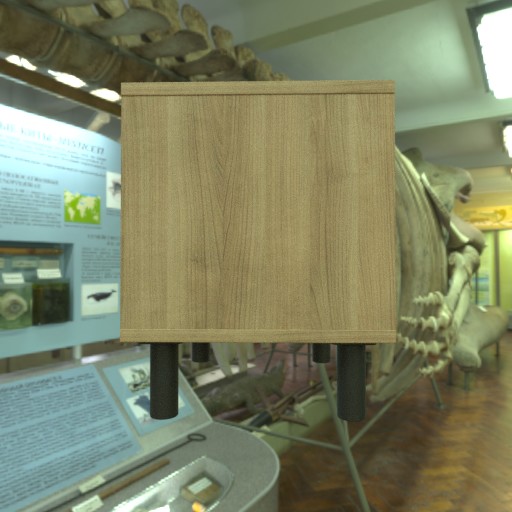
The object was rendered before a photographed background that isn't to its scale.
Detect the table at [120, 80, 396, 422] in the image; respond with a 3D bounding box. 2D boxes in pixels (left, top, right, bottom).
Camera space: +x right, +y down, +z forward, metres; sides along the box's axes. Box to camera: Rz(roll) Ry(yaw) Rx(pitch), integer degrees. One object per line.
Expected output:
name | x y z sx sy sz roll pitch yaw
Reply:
table | 0.000 0.000 0.810 0.380 0.460 0.445 0 -1 2
